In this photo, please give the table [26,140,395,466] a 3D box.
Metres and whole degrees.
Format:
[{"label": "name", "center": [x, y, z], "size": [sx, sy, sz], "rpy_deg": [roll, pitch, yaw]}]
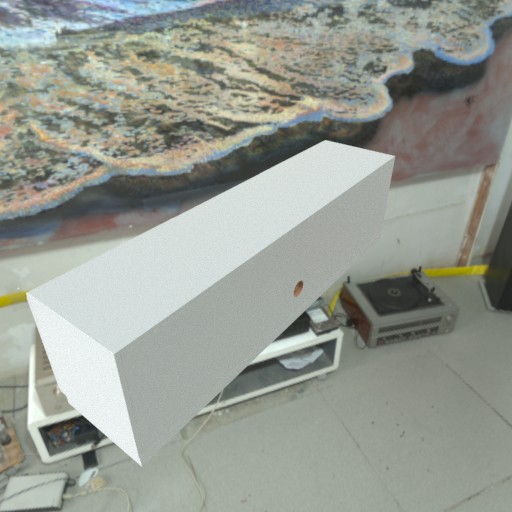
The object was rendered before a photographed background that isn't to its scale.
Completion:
[{"label": "table", "center": [0.000, 0.000, 1.716], "size": [0.400, 0.440, 1.550], "rpy_deg": [23, 39, 31]}]
